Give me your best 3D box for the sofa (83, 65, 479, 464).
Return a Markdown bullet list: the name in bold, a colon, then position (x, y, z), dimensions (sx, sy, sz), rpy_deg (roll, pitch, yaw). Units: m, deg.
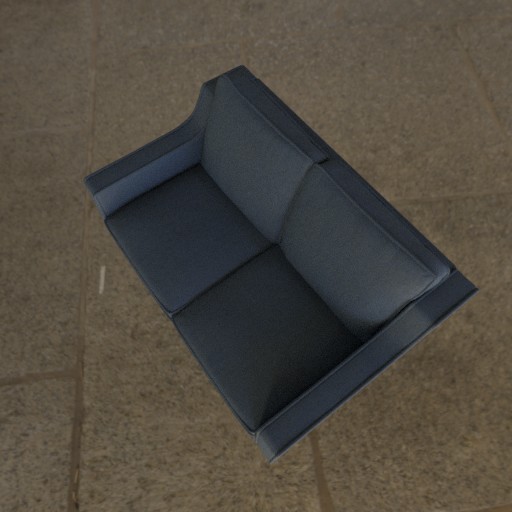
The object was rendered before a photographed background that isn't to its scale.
- **sofa**: position (0.000, 0.000, 2.091), dimensions (0.987, 0.971, 1.501), rpy_deg (-34, 68, -16)
